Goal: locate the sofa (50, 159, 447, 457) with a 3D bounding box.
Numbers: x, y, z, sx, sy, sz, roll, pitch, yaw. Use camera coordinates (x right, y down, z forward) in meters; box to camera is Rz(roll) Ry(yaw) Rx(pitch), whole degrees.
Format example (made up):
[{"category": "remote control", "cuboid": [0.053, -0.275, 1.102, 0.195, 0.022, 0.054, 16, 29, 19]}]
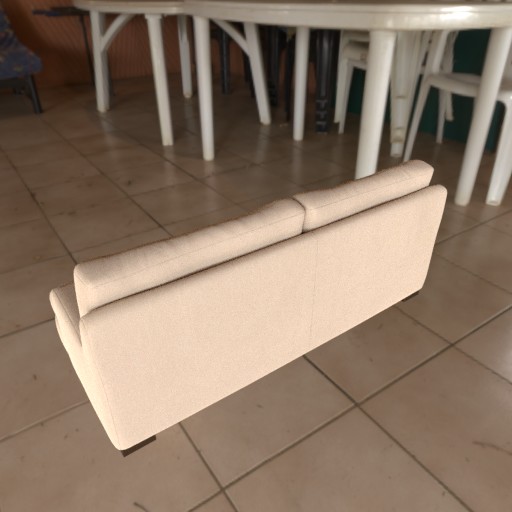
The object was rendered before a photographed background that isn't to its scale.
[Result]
[{"category": "sofa", "cuboid": [0.000, 0.000, 2.540, 2.147, 0.925, 0.929, -21, 37, -30]}]
